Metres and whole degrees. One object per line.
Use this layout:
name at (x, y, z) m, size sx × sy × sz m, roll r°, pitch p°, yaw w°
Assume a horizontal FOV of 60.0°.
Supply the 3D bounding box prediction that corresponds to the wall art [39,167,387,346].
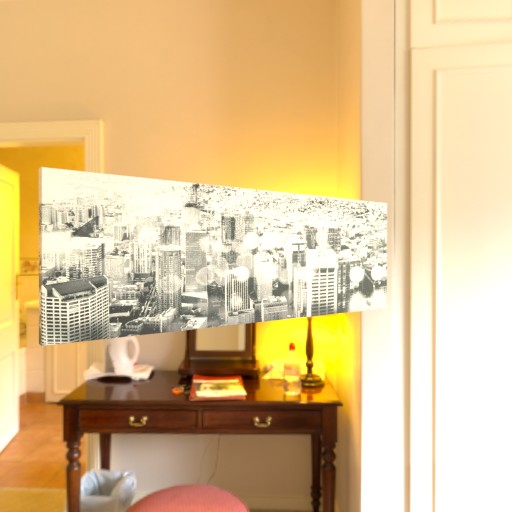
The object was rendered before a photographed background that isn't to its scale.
wall art at (0.000, 0.000, 1.711) m, size 1.520 × 0.507 × 0.044 m, roll 0°, pitch 0°, yaw -35°
